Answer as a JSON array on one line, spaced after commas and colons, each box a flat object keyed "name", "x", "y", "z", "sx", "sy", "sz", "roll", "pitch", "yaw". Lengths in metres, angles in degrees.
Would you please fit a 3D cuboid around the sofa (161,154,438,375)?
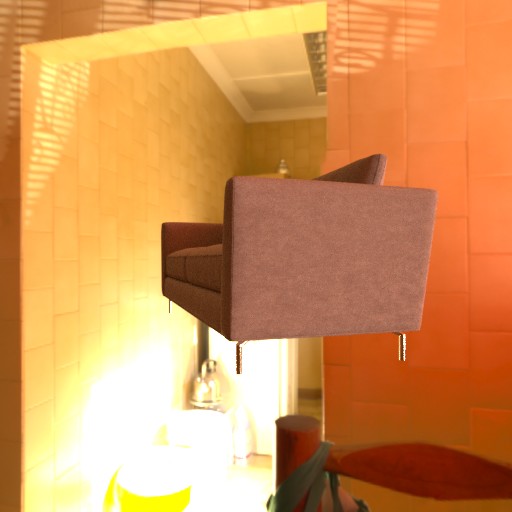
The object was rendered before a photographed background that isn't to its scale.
[{"name": "sofa", "x": 0.000, "y": 0.000, "z": 2.624, "sx": 0.889, "sy": 0.864, "sz": 2.121, "roll": 0, "pitch": 0, "yaw": -18}]
